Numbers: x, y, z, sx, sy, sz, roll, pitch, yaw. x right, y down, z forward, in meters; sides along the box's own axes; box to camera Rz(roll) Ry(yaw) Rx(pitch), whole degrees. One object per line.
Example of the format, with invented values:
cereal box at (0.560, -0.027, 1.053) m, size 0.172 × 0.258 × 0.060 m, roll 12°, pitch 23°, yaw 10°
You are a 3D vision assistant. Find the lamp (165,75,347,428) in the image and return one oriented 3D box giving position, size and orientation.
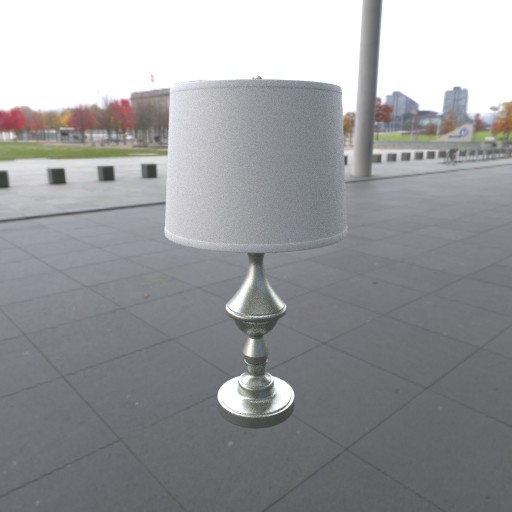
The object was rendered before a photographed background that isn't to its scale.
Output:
lamp at (0.000, 0.000, 0.962) m, size 0.383 × 0.733 × 0.383 m, roll 0°, pitch 15°, yaw 0°
